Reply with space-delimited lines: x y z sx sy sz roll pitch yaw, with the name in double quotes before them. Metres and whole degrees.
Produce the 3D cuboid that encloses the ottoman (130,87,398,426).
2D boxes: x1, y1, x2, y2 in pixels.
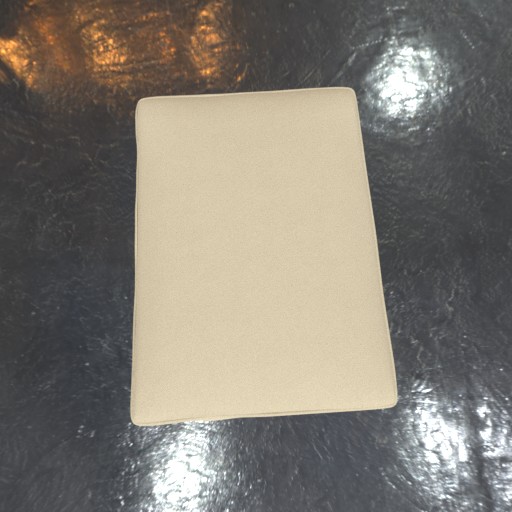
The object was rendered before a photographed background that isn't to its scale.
"ottoman" 0.000 0.000 1.357 0.721 0.482 0.959 -3 74 -1
